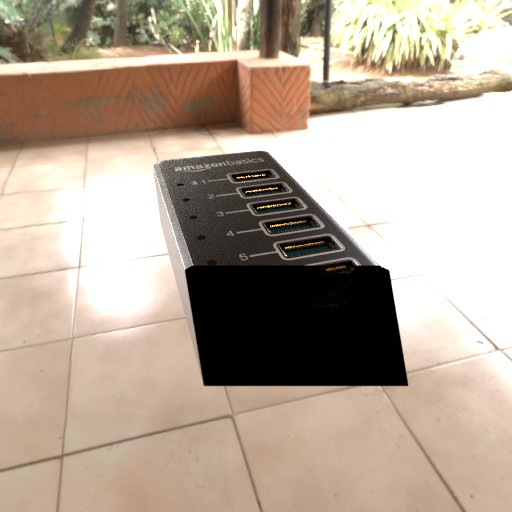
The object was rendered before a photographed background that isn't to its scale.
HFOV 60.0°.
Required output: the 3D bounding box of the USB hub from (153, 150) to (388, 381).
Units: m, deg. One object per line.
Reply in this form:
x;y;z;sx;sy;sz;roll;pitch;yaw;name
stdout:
0.000;0.000;0.125;0.044;0.023;0.110;-9;33;-14;USB hub
